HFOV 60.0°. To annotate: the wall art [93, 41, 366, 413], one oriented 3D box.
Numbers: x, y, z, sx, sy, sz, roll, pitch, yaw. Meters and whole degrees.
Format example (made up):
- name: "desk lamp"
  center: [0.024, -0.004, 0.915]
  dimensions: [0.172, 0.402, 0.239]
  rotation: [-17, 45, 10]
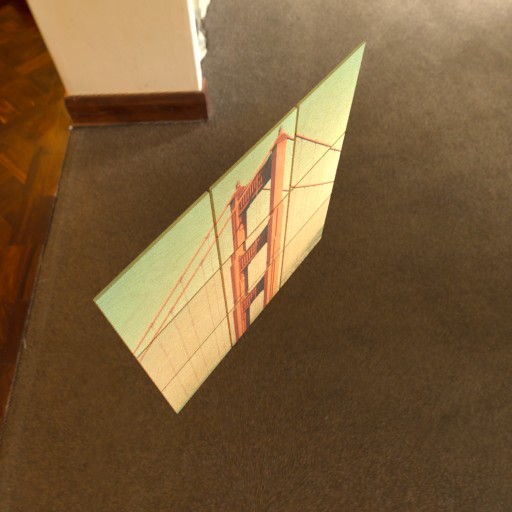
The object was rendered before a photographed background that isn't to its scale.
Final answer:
- name: "wall art"
  center: [0.000, 0.000, 2.221]
  dimensions: [0.013, 1.523, 1.517]
  rotation: [33, 65, 18]
